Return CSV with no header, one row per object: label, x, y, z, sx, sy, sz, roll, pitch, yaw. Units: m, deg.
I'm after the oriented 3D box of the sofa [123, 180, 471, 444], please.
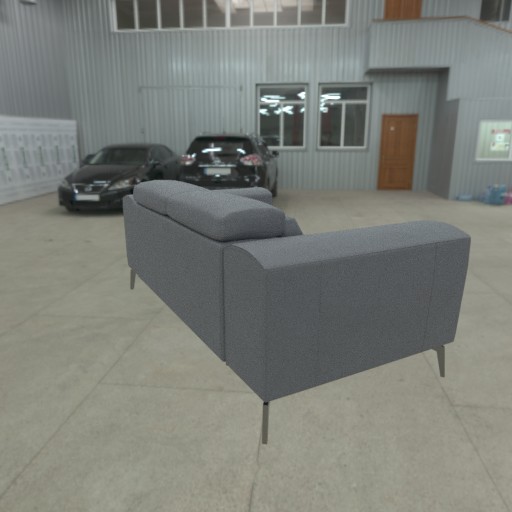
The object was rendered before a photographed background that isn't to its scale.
sofa,0.000,0.000,2.415,1.003,0.779,1.895,-8,17,-28
